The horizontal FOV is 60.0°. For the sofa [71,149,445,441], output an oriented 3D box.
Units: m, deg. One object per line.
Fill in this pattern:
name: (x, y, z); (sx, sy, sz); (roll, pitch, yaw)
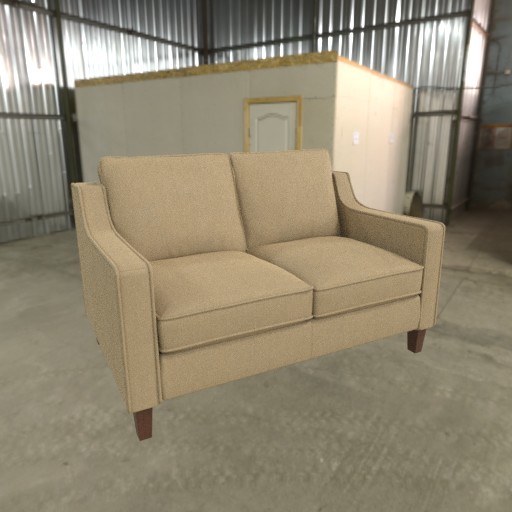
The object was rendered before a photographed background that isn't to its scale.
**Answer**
sofa: (0.000, 0.000, 2.146); (1.501, 0.971, 0.987); (-8, 18, -27)
